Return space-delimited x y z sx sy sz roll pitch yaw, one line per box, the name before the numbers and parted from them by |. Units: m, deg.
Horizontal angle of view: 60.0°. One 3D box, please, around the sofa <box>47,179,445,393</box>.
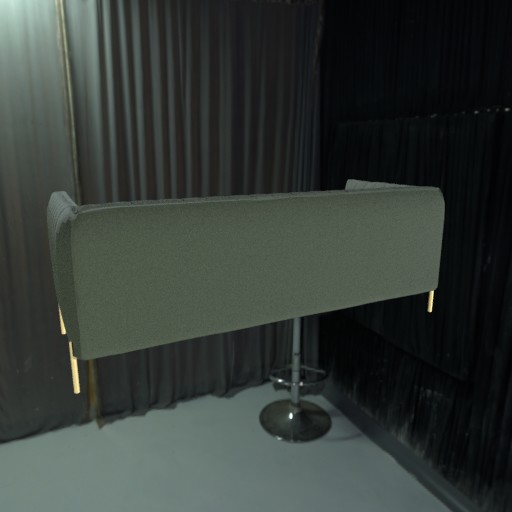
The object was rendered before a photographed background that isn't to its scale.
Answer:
sofa | 0.000 0.000 2.575 2.137 0.793 0.896 -7 15 -26
